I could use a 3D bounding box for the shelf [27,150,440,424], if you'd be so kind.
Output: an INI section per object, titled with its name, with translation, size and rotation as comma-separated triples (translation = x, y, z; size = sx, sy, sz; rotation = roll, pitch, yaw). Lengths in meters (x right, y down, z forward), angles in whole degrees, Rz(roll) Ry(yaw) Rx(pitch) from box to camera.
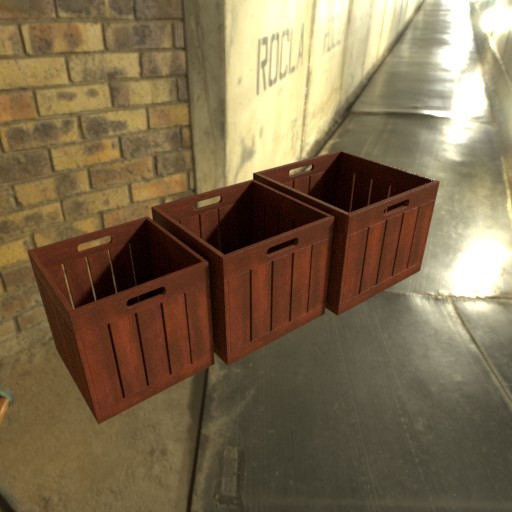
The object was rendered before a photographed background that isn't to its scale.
[shelf]
translation = 0.000, 0.000, 1.236
size = 1.064, 0.311, 0.393
rotation = -21, 36, -32
